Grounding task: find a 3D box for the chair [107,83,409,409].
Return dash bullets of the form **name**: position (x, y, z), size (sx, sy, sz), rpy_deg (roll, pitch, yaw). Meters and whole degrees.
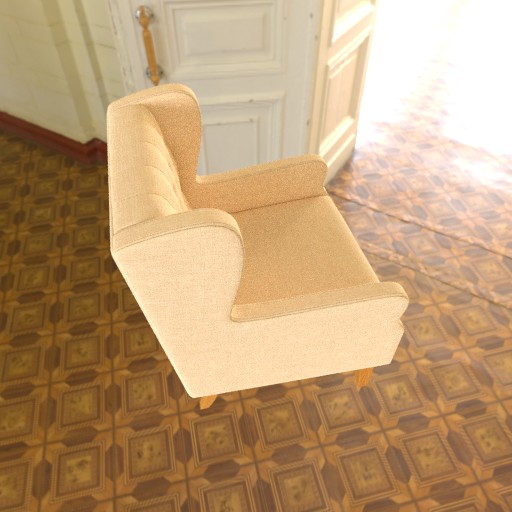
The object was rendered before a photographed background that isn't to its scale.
- **chair**: position (0.000, 0.000, 1.466), size (0.760, 0.930, 0.710), rpy_deg (-10, 47, -10)
